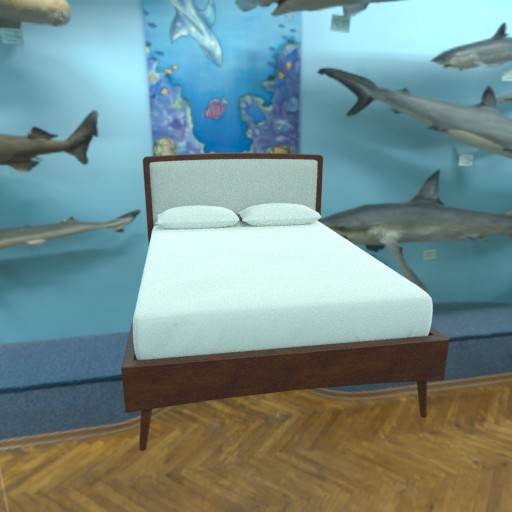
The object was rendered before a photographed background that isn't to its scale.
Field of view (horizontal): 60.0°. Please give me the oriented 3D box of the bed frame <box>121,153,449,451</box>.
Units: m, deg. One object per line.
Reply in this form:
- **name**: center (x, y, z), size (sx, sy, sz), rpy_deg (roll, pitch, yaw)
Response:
- **bed frame**: center (0.000, 0.000, 3.071), size (1.587, 1.279, 2.171), rpy_deg (-3, 16, -10)
